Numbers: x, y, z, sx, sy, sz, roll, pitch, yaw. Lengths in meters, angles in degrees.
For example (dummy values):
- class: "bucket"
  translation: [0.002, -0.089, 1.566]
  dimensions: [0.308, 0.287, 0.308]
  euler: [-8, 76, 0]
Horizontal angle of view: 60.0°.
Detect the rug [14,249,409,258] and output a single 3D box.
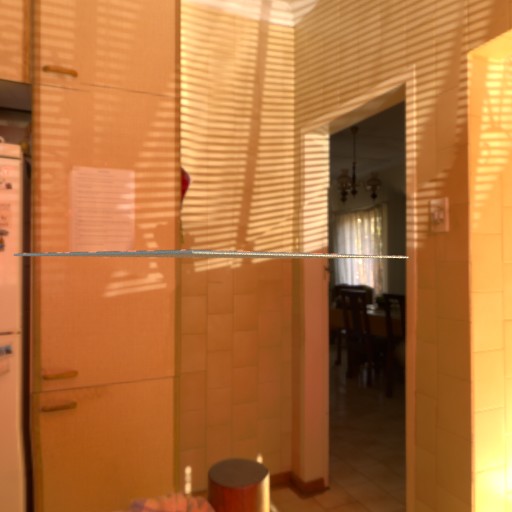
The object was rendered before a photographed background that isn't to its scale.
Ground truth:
- class: "rug"
  translation: [0.000, 0.000, 1.410]
  dimensions: [0.604, 0.007, 1.219]
  euler: [0, -1, 35]
